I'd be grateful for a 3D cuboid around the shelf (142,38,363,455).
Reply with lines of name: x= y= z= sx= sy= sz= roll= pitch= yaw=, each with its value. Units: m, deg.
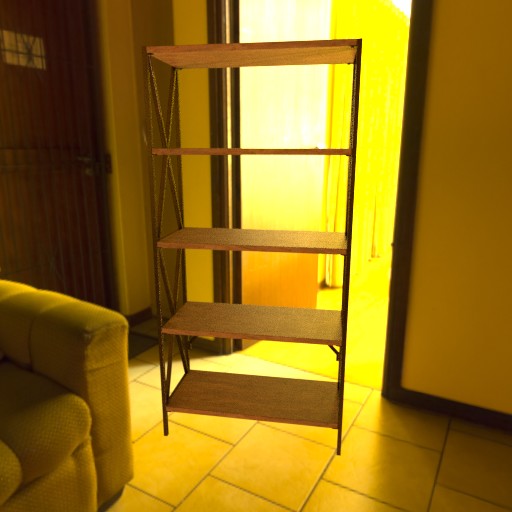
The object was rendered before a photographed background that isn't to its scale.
shelf: x=0.000 y=0.000 z=2.124 sx=0.874 sy=1.803 sz=0.386 roll=2 pitch=14 yaw=9
